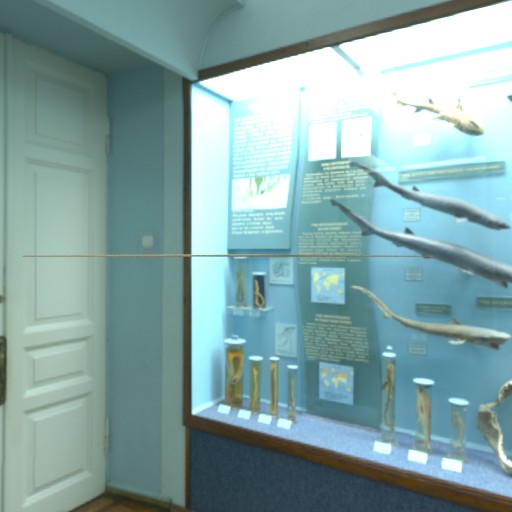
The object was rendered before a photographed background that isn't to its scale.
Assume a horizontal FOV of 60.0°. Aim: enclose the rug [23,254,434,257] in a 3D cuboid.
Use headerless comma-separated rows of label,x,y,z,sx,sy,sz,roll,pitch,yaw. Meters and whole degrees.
rug,0.000,0.000,4.108,2.438,0.014,3.048,0,0,35
